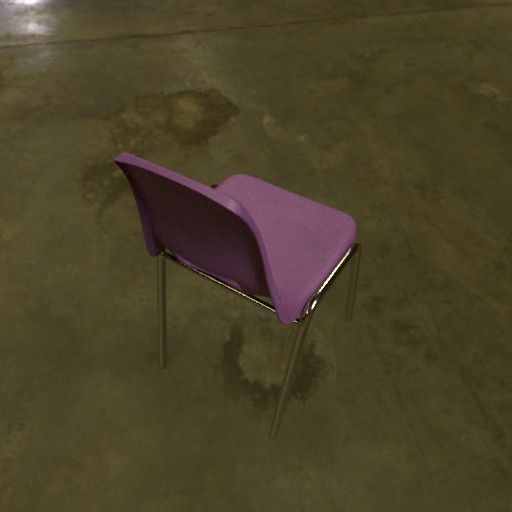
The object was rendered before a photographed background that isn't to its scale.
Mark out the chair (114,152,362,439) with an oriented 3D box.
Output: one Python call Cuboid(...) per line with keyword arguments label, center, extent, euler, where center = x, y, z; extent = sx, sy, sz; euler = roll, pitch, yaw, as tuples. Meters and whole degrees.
Cuboid(label="chair", center=(0.000, 0.000, 0.953), extent=(0.381, 0.704, 0.432), euler=(25, 52, 21))
